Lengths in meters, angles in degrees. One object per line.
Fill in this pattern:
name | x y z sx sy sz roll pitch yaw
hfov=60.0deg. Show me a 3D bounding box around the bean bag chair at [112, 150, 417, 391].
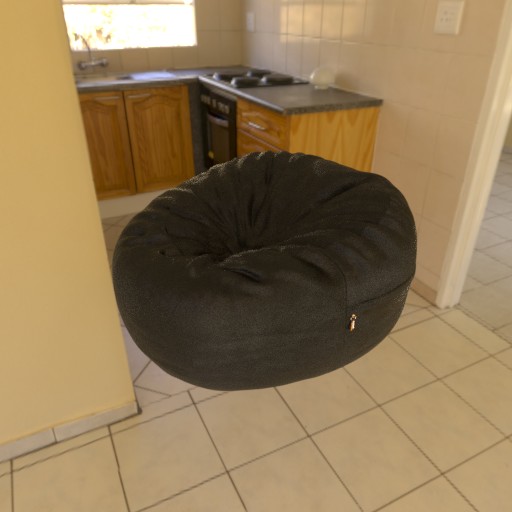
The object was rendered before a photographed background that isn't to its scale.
bean bag chair | 0.000 0.000 2.454 1.524 0.878 1.524 -20 35 -31
